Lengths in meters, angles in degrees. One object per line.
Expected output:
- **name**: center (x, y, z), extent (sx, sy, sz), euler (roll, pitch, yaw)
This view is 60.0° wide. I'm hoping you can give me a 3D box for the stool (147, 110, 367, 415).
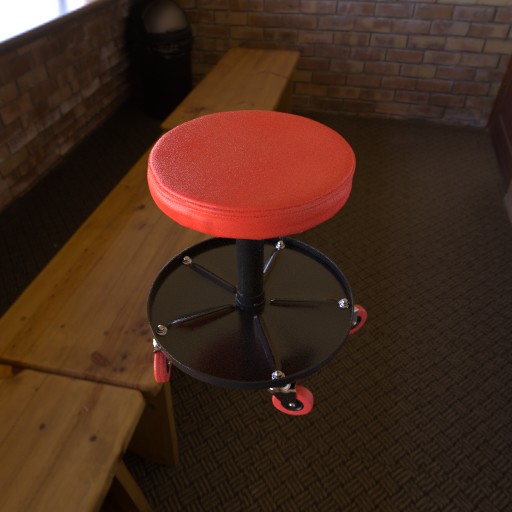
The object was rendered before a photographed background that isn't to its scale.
- **stool**: center (0.000, 0.000, 0.696), extent (0.382, 0.365, 0.381), euler (-13, 42, -15)
